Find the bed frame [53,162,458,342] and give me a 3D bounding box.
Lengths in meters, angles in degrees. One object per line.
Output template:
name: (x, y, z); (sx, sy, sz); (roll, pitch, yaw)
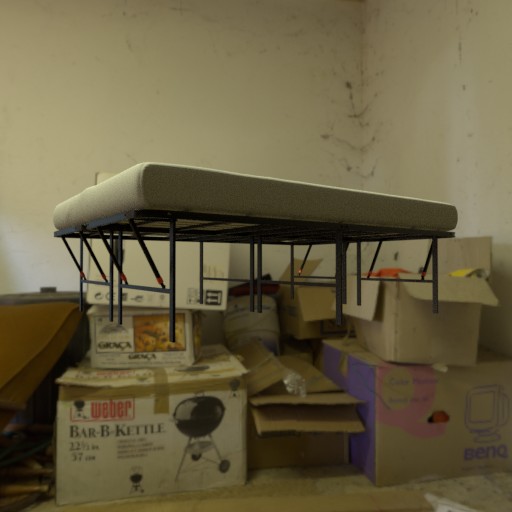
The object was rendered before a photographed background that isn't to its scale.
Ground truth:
bed frame: (0.000, 0.000, 2.523); (1.905, 0.637, 1.372); (1, -1, -35)
